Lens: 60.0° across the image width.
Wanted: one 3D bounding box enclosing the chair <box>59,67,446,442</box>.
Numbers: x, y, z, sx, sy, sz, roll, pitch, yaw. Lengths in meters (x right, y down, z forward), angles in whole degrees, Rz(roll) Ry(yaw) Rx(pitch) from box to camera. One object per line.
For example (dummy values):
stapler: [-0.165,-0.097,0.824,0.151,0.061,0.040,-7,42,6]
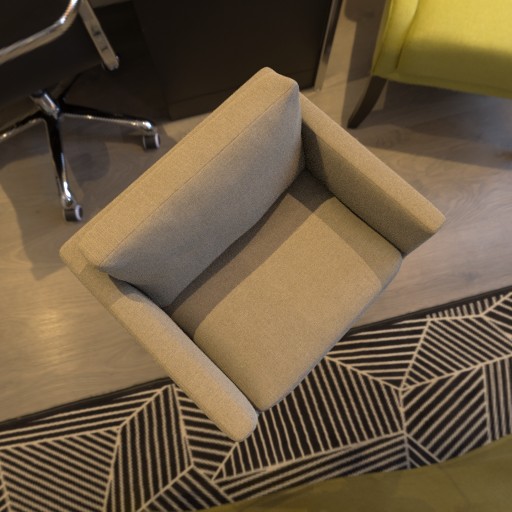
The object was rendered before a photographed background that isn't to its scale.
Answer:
chair: [0.000,0.000,1.839,0.959,0.963,1.107,44,80,10]
